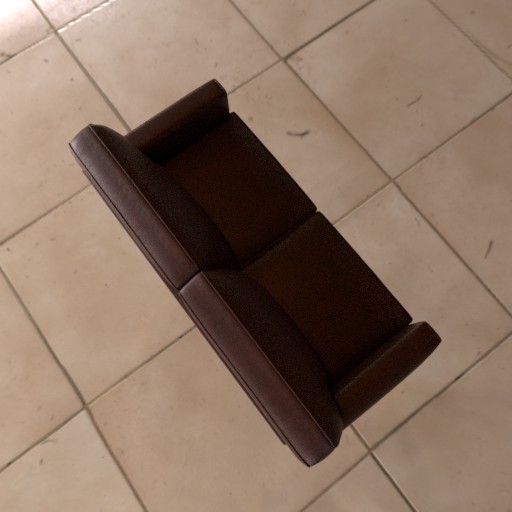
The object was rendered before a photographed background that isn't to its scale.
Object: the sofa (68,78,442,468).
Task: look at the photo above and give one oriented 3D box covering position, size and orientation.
[{"bbox_3d":[0.000,0.000,2.364,0.912,0.928,1.876,-37,78,-9],"label":"sofa"}]
